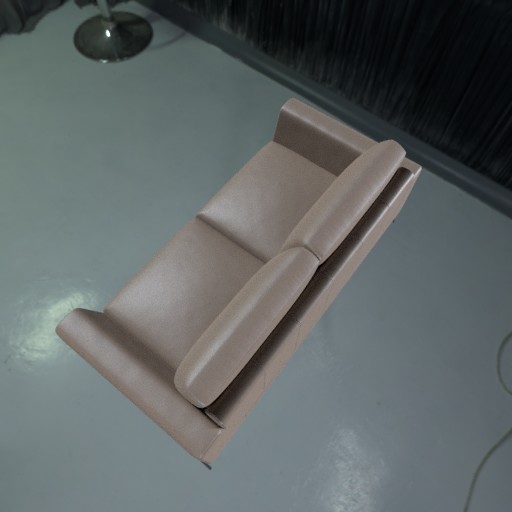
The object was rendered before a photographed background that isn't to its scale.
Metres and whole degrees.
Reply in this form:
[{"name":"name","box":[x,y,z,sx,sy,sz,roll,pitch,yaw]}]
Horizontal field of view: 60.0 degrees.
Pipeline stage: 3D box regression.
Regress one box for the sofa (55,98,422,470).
[{"name":"sofa","box":[0.000,0.000,2.525,0.953,0.875,2.017,34,67,17]}]
